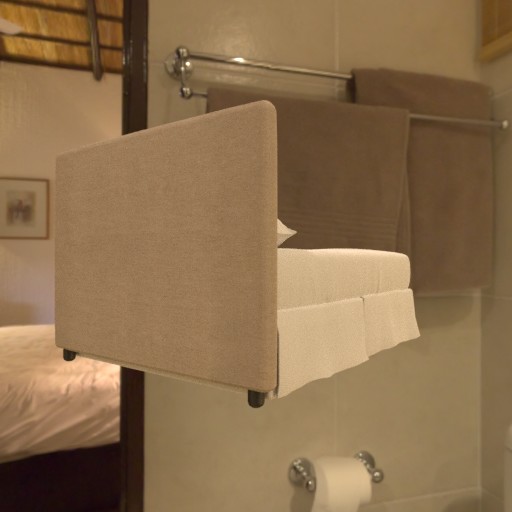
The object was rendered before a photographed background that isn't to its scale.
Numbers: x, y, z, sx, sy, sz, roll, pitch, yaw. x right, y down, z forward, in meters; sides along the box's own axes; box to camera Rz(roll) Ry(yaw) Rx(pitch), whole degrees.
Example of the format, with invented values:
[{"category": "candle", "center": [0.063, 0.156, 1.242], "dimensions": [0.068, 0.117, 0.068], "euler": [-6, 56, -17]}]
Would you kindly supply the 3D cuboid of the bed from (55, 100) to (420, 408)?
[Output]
[{"category": "bed", "center": [0.000, 0.000, 3.192], "dimensions": [1.713, 1.330, 2.162], "euler": [0, 0, 36]}]
